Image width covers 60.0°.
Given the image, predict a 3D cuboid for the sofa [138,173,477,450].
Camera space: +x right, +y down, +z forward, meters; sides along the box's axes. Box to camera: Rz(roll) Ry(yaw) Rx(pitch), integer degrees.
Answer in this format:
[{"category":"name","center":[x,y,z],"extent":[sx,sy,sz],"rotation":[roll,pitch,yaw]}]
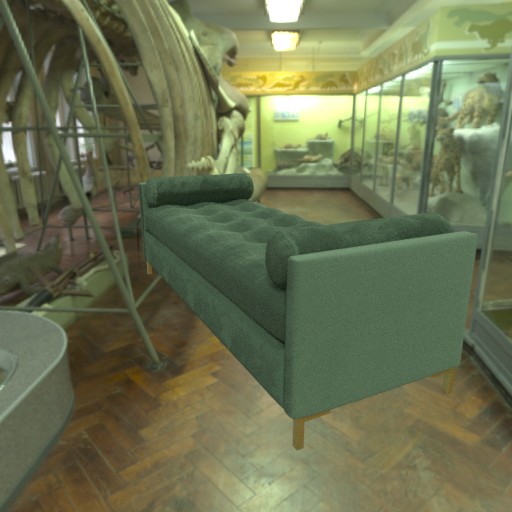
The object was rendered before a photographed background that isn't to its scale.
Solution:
[{"category":"sofa","center":[0.000,0.000,2.400],"extent":[0.796,0.705,2.102],"rotation":[-8,18,-26]}]
